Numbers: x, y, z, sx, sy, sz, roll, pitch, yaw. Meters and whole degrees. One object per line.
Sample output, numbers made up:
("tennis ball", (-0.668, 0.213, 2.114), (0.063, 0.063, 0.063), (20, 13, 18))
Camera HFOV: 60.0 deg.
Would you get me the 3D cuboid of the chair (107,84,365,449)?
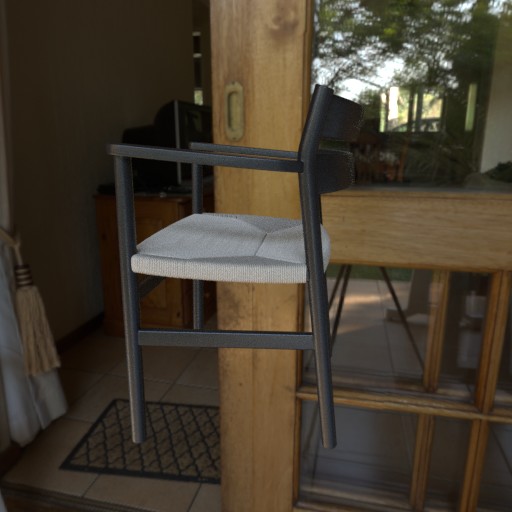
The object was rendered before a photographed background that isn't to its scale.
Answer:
("chair", (0.000, 0.000, 1.154), (0.508, 0.775, 0.630), (2, 15, 8))
